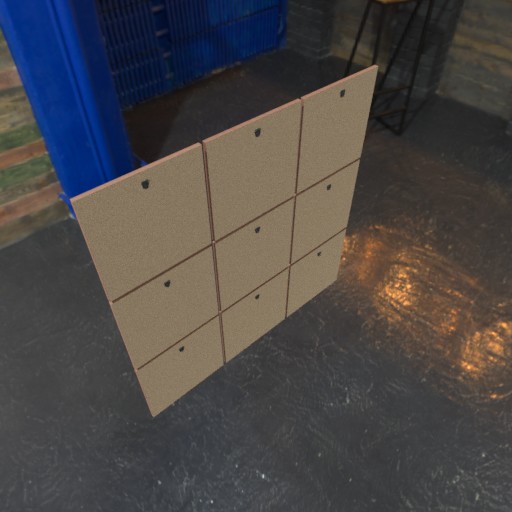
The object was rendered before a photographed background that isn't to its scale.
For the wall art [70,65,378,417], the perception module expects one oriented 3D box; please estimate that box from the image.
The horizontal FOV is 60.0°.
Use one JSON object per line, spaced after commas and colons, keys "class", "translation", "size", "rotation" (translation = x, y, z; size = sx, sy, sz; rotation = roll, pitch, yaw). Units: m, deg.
{"class": "wall art", "translation": [0.000, 0.000, 1.350], "size": [0.906, 0.904, 0.018], "rotation": [-32, 54, -28]}
